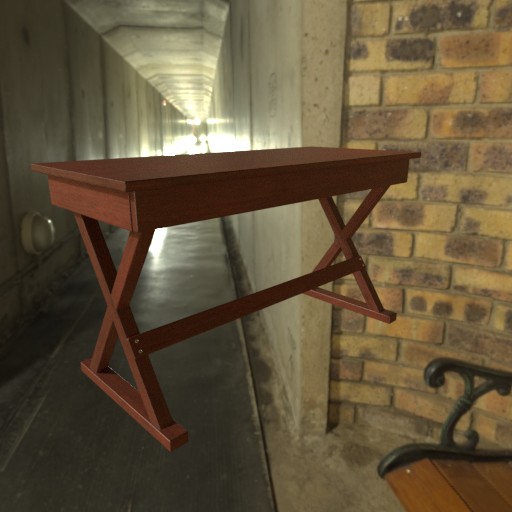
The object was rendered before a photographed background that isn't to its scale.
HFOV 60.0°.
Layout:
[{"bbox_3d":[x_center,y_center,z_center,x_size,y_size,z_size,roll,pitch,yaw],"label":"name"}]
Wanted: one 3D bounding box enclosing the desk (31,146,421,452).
[{"bbox_3d":[0.000,0.000,1.740,1.372,0.761,0.600,-16,23,-42],"label":"desk"}]
